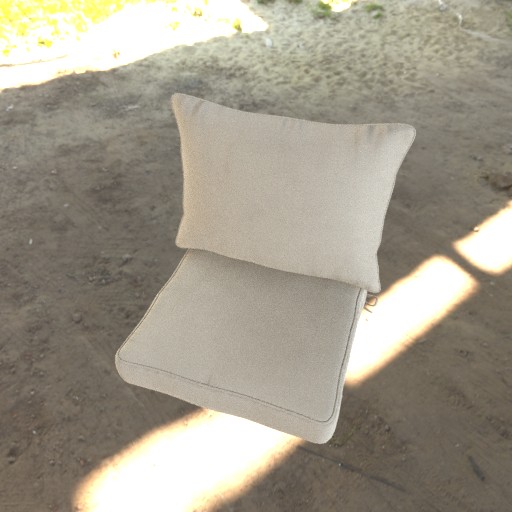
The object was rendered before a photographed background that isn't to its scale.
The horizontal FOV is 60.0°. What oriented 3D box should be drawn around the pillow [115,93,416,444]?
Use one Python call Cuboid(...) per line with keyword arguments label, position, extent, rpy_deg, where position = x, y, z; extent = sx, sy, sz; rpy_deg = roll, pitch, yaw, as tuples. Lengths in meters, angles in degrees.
Cuboid(label="pillow", position=(0.000, 0.000, 1.367), extent=(0.798, 0.716, 0.733), rpy_deg=(13, 43, 14))
